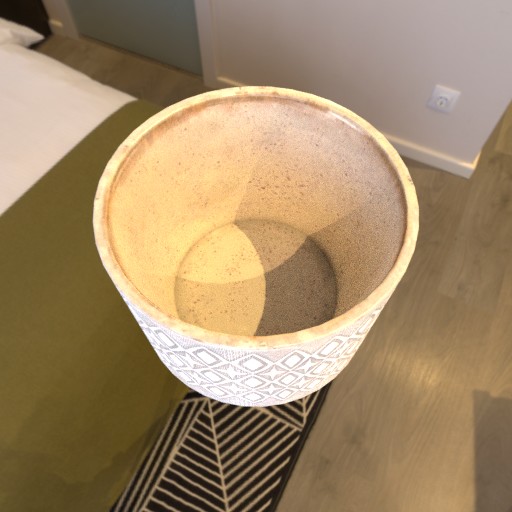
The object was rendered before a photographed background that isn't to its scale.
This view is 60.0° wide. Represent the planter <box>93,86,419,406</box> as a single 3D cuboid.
[{"bbox_3d":[0.000,0.000,0.318,0.186,0.144,0.186,0,60,0],"label":"planter"}]
